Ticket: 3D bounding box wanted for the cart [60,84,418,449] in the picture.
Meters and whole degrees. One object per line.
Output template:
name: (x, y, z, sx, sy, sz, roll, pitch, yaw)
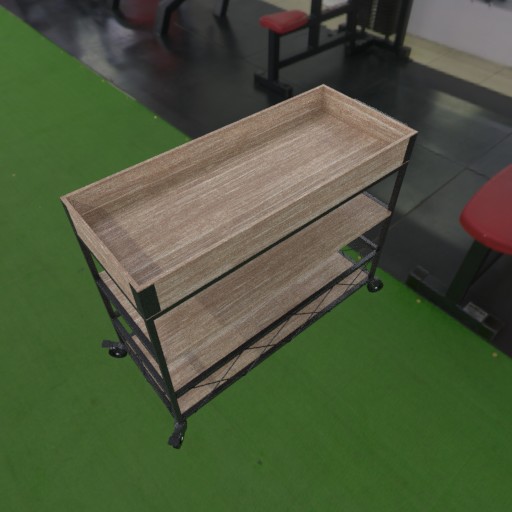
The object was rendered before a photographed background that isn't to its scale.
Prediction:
cart: (0.000, 0.000, 1.530, 1.101, 0.787, 0.500, -31, 55, -26)
